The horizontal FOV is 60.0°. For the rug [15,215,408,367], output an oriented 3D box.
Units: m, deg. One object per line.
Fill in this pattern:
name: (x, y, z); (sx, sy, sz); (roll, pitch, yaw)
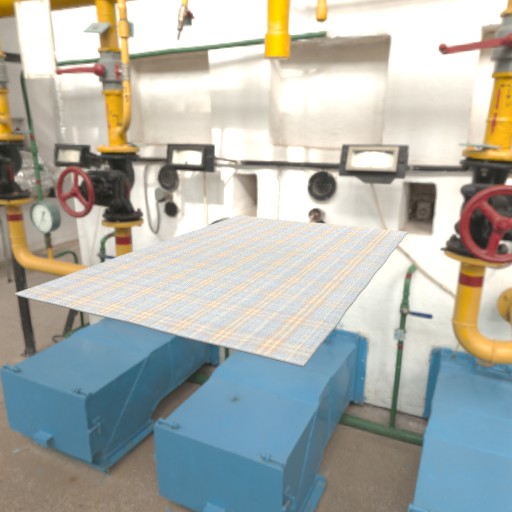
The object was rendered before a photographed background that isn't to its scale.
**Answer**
rug: (0.000, 0.000, 2.275); (1.231, 0.012, 1.835); (8, 18, 26)
